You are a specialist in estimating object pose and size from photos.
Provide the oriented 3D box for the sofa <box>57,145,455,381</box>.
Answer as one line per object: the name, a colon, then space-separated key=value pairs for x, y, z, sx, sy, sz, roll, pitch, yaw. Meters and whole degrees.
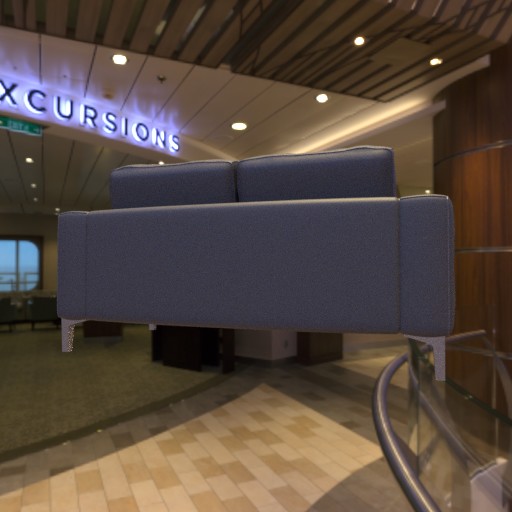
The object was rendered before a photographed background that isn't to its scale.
sofa: x=0.000 y=0.000 z=2.172 sx=1.726 sy=0.893 sz=0.833 roll=0 pitch=-1 yaw=19
